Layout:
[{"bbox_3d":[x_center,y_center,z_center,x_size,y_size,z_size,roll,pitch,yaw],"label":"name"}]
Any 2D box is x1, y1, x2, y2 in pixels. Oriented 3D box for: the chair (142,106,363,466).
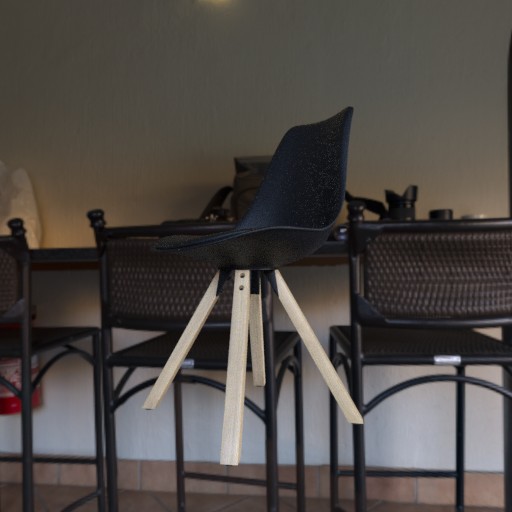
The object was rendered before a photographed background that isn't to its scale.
[{"bbox_3d":[0.000,0.000,1.201,0.549,0.850,0.485,0,-1,-36],"label":"chair"}]
